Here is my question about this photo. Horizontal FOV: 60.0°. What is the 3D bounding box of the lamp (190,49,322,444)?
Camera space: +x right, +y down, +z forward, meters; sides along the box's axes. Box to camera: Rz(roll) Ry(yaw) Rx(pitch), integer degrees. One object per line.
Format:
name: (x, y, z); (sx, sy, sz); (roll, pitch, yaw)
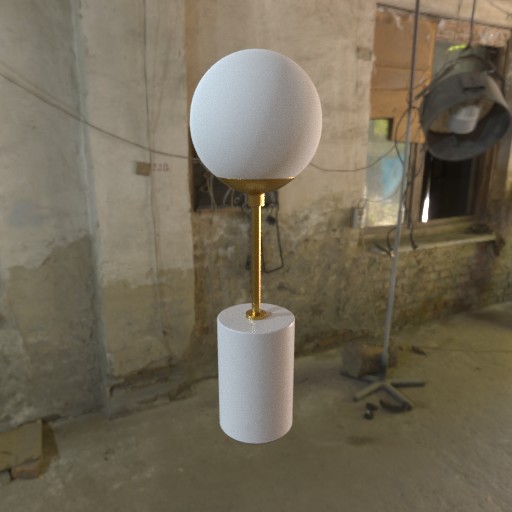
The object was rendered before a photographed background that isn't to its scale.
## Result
lamp: (0.000, 0.000, 0.562); (0.153, 0.480, 0.153); (0, 15, 0)
